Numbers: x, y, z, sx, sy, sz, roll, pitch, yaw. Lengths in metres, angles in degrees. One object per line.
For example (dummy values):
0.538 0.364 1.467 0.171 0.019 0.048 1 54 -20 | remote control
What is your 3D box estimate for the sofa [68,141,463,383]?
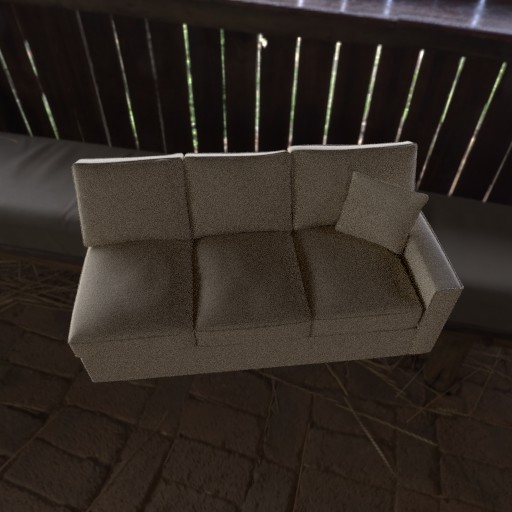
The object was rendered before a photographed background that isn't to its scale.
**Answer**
0.000 0.000 2.554 1.963 0.946 1.034 -4 46 -4 | sofa
